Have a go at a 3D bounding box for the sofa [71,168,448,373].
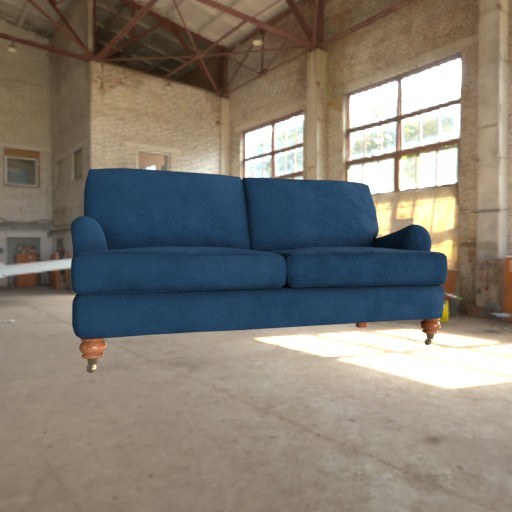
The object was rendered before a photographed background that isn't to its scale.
[{"bbox_3d":[0.000,0.000,2.797,2.141,1.101,1.084,0,0,-19],"label":"sofa"}]
